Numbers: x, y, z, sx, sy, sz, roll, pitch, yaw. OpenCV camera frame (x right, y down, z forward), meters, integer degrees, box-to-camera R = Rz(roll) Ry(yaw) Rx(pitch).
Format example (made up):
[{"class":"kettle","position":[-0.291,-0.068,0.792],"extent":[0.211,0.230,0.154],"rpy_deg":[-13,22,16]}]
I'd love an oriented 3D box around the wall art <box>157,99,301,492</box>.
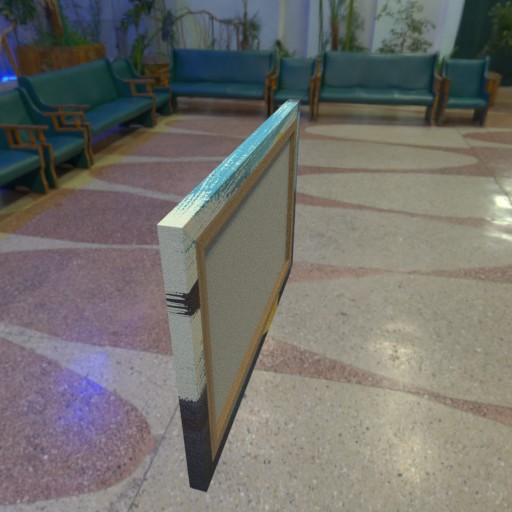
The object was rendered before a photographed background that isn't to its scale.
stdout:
[{"class":"wall art","position":[0.000,0.000,1.146],"extent":[0.039,0.610,0.914],"rpy_deg":[8,31,13]}]
